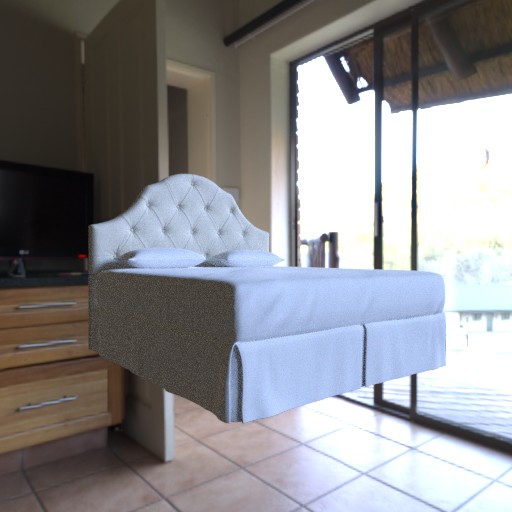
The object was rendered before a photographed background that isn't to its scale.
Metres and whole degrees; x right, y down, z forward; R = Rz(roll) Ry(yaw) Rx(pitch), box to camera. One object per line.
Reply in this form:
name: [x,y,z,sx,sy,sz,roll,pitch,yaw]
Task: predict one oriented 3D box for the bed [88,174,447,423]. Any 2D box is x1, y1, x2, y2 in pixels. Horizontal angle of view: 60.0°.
bed: [0.000,0.000,3.539,2.008,1.615,2.214,0,0,-37]
